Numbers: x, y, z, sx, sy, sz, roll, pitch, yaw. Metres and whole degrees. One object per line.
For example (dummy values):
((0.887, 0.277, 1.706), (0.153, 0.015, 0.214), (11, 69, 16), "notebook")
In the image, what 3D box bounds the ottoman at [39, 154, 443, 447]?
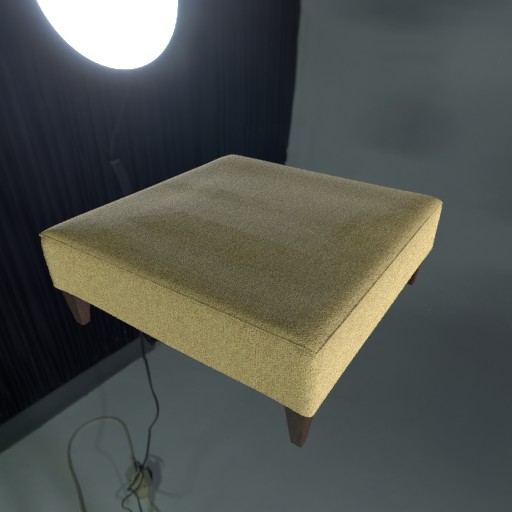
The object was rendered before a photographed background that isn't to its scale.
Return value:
((0.000, 0.000, 1.540), (0.970, 0.378, 0.981), (19, 35, 29), "ottoman")
